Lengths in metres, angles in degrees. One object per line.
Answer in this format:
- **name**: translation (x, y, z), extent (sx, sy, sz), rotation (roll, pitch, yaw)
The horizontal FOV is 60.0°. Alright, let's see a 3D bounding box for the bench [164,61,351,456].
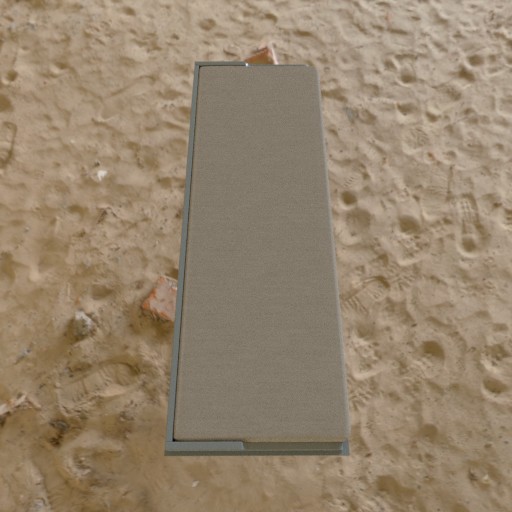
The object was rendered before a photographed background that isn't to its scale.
- **bench**: translation (0.000, 0.000, 1.377), extent (0.398, 0.501, 1.140), rotation (0, 65, 0)
